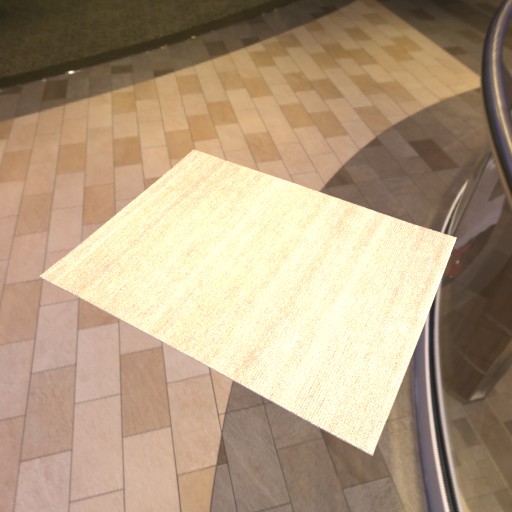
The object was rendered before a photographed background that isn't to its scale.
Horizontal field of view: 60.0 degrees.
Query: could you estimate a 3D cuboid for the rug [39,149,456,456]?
[{"bbox_3d":[0.000,0.000,4.274,3.245,0.046,2.467,23,50,21],"label":"rug"}]
